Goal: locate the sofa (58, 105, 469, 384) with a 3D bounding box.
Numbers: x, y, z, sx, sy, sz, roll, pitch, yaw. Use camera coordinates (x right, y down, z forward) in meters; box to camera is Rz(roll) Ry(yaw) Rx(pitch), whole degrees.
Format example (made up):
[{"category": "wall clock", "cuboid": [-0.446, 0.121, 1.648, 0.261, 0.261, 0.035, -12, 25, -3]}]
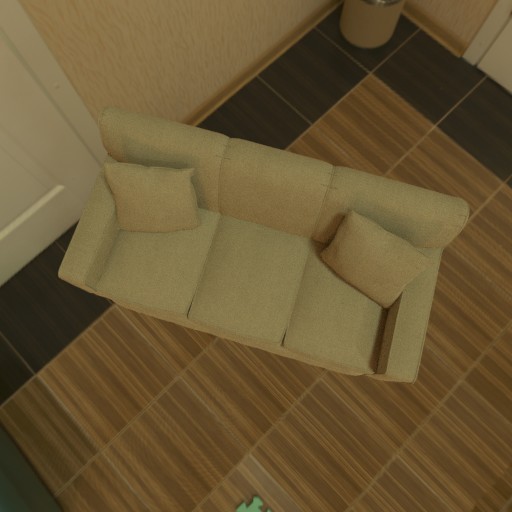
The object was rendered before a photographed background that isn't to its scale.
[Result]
[{"category": "sofa", "cuboid": [0.000, 0.000, 2.623, 2.024, 0.958, 0.997, 16, 76, 4]}]
